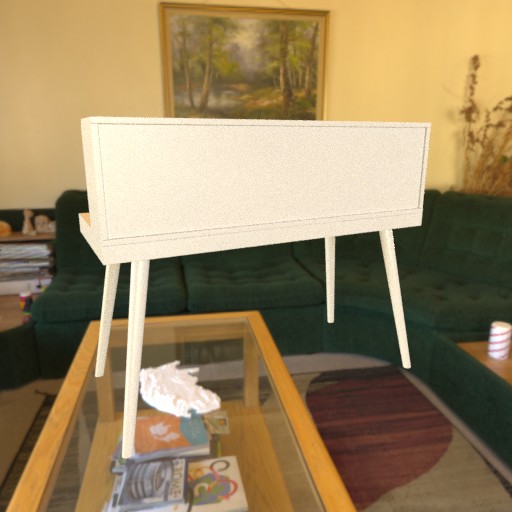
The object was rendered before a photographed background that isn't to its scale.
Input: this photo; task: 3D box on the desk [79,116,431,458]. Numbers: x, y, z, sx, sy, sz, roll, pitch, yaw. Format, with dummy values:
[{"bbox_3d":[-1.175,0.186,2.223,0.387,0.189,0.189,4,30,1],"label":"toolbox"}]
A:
[{"bbox_3d":[0.000,0.000,1.715,1.199,0.990,0.559,-8,17,-27],"label":"desk"}]
